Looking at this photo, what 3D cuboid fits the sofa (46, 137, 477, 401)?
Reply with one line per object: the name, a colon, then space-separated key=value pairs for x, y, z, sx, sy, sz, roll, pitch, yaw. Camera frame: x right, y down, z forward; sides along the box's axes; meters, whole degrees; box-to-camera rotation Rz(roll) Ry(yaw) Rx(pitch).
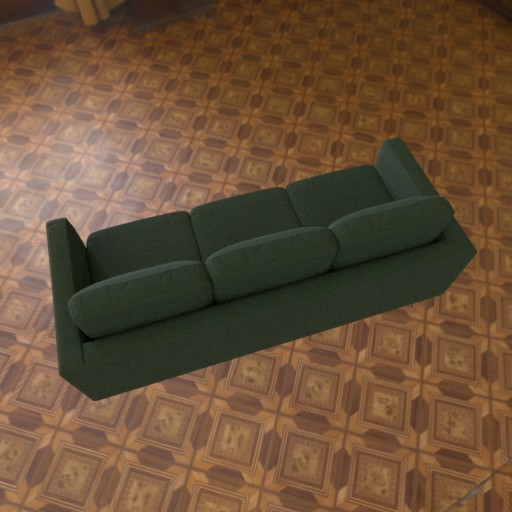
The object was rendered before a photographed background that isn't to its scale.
sofa: x=0.000 y=0.000 z=2.437 sx=2.029 sy=0.899 sz=0.879 roll=-15 pitch=60 yaw=-9
